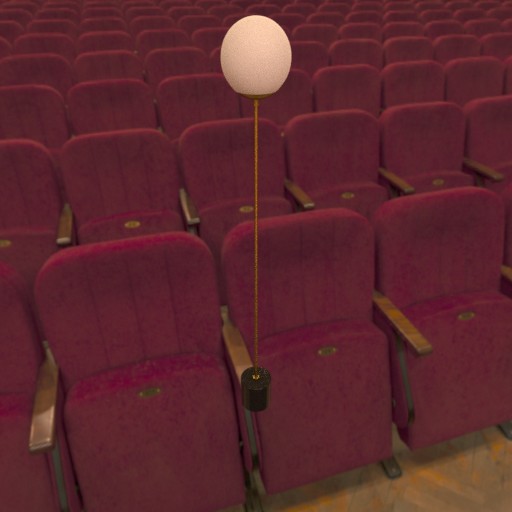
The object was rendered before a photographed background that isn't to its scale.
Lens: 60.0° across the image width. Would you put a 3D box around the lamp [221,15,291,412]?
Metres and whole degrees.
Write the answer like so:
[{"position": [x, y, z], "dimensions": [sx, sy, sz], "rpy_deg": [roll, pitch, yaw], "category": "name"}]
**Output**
[{"position": [0.000, 0.000, 1.830], "dimensions": [0.229, 1.748, 0.229], "rpy_deg": [-9, 33, -14], "category": "lamp"}]
